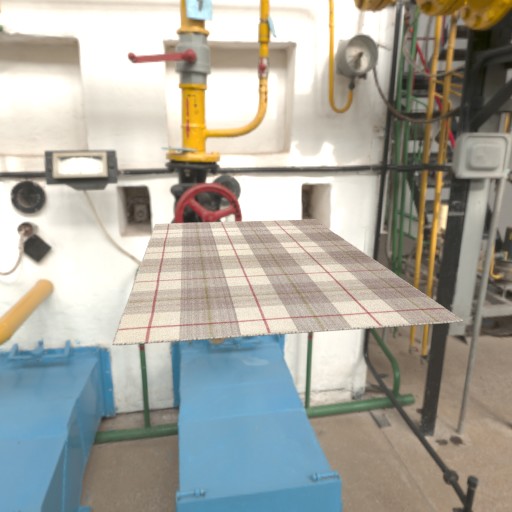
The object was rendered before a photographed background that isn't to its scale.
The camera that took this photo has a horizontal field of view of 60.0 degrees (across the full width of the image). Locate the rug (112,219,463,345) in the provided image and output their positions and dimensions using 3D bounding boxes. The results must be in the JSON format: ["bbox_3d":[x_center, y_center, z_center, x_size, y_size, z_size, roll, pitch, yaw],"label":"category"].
[{"bbox_3d":[0.000,0.000,3.055,1.549,0.010,2.464,-2,16,-8],"label":"rug"}]
